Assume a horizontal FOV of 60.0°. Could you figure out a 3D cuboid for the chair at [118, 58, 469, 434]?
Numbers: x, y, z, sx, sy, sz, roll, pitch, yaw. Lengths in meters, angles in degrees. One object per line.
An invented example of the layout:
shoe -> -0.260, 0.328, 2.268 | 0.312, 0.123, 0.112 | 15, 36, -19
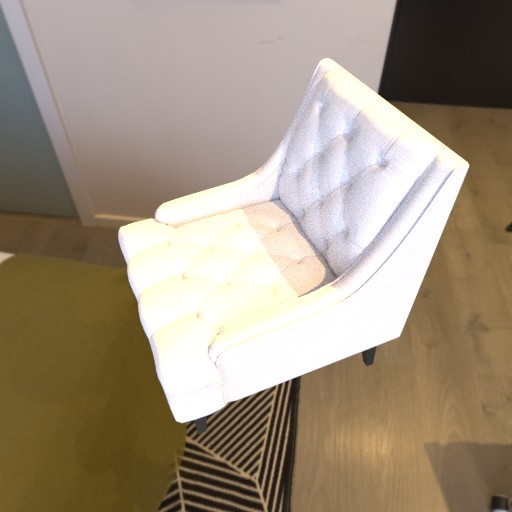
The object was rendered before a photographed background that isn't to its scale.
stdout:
chair -> 0.000, 0.000, 1.382 | 0.772, 0.891, 0.658 | -17, 48, -16
